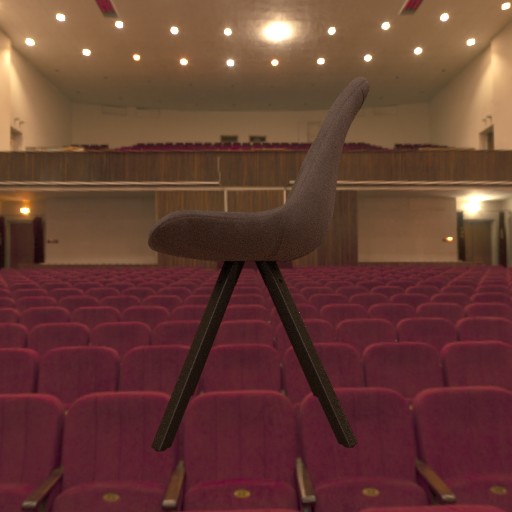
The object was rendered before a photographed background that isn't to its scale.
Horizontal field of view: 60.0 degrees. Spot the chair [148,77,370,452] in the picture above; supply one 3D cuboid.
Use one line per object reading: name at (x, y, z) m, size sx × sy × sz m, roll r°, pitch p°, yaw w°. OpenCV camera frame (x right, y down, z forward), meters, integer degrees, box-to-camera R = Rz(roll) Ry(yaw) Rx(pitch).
chair at (0.000, 0.000, 1.173) m, size 0.550 × 0.850 × 0.476 m, roll 0°, pitch -2°, yaw -1°
